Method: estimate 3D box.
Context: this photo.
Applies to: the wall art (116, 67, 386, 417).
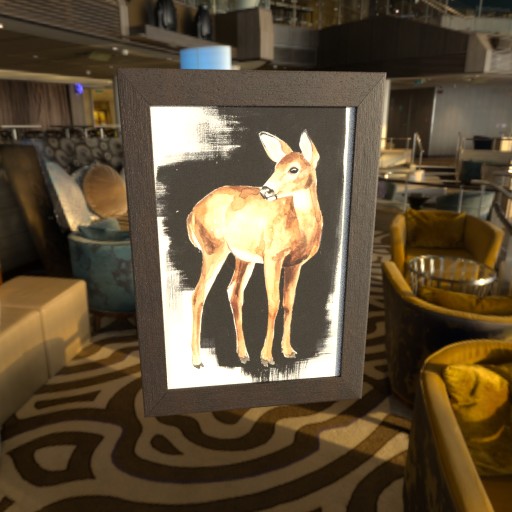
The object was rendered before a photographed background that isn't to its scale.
[{"bbox_3d":[0.000,0.000,0.662,0.359,0.513,0.017,-2,16,-8],"label":"wall art"}]
